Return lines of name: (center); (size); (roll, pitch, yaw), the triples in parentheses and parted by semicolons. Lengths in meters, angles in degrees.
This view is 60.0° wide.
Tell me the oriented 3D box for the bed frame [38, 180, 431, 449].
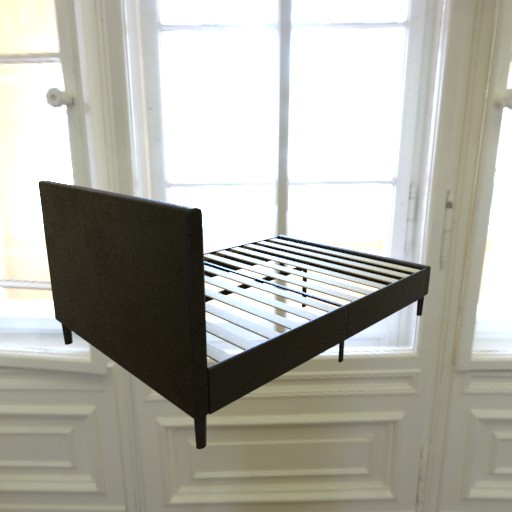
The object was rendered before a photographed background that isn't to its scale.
bed frame: (0.000, 0.000, 2.962); (2.152, 1.046, 1.469); (-15, 21, -43)
